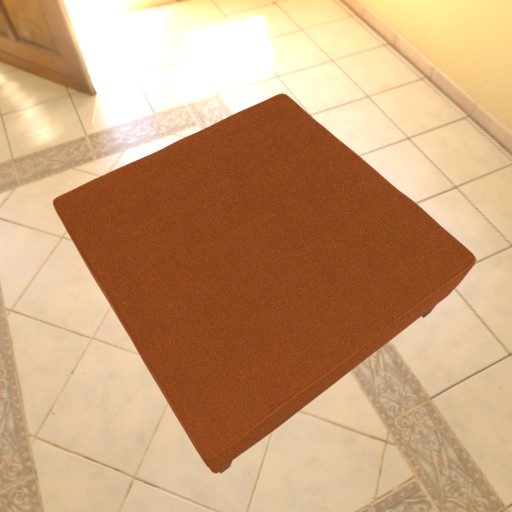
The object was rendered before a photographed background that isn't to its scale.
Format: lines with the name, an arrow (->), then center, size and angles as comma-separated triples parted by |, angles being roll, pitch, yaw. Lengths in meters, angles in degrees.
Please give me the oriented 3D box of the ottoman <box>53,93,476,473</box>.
ottoman -> 0.000, 0.000, 1.551 | 0.999, 0.438, 0.997 | -31, 62, -18
